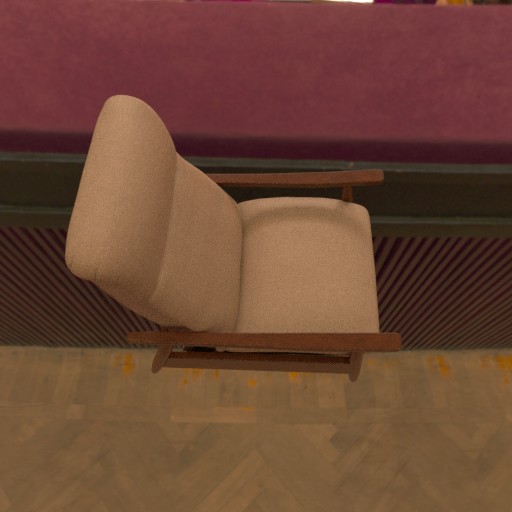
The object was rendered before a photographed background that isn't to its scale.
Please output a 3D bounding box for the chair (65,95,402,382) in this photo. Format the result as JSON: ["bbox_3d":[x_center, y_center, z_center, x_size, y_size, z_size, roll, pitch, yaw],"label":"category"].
[{"bbox_3d":[0.000,0.000,1.760,1.030,1.082,0.762,2,63,1],"label":"chair"}]
